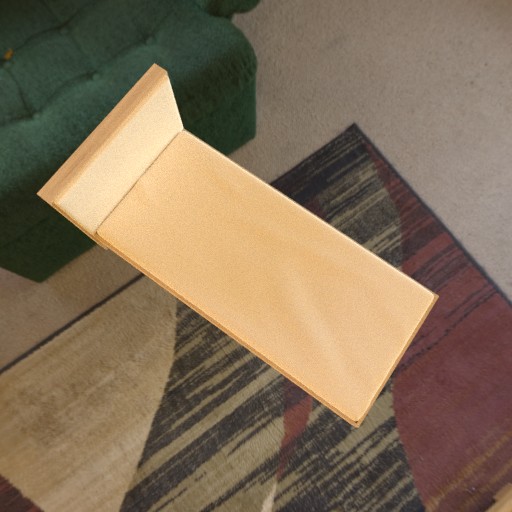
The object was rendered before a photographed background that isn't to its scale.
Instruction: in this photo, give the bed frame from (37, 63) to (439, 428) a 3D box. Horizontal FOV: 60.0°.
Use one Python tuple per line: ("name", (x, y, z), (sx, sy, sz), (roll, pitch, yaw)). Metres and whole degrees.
("bed frame", (0.000, 0.000, 2.732), (2.140, 0.920, 0.990), (35, 78, 9))
